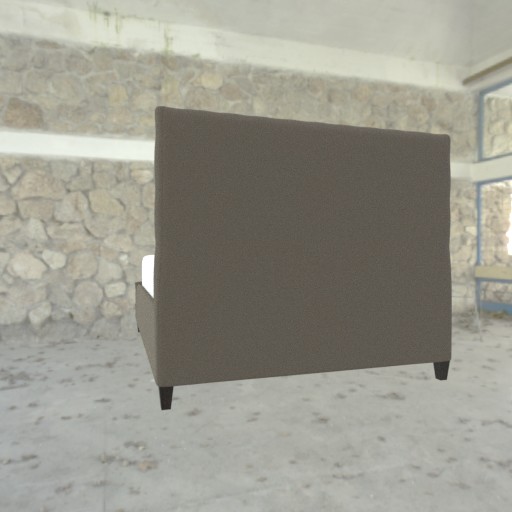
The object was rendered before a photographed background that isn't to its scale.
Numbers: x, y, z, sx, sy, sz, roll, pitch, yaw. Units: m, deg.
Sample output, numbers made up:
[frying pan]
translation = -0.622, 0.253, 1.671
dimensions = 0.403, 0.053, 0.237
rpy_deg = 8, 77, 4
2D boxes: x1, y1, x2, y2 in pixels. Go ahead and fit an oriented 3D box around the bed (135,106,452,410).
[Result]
[bed]
translation = 0.000, 0.000, 3.356
dimensions = 1.696, 1.426, 2.233
rpy_deg = 0, 0, -18
